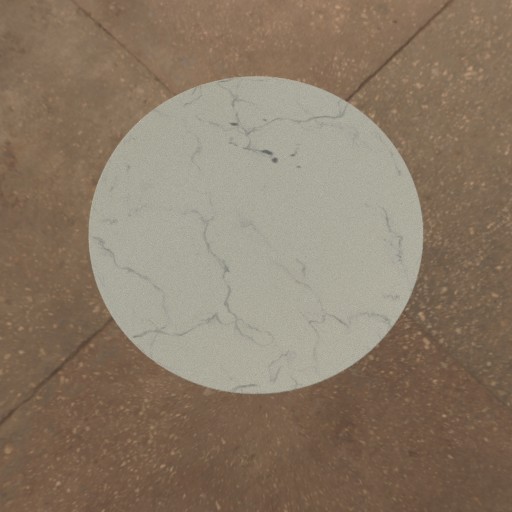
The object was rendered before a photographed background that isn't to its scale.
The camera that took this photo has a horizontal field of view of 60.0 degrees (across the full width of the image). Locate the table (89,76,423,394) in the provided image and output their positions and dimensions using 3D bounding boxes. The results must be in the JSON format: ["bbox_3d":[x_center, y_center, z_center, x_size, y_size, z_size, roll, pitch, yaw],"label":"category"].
[{"bbox_3d":[0.000,0.000,0.867,0.500,0.420,0.500,0,75,0],"label":"table"}]
